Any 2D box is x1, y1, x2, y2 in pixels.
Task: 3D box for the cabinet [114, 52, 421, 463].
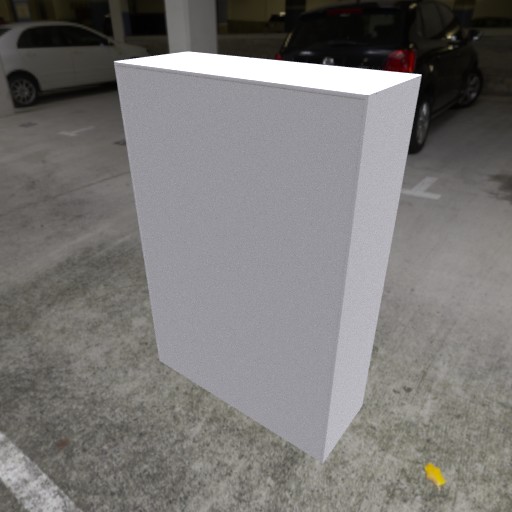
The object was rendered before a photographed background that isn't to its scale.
[{"bbox_3d":[0.000,0.000,2.416,1.290,1.910,0.510,21,37,31],"label":"cabinet"}]
